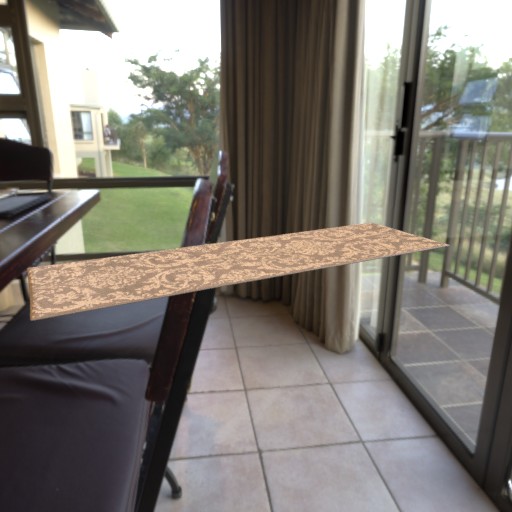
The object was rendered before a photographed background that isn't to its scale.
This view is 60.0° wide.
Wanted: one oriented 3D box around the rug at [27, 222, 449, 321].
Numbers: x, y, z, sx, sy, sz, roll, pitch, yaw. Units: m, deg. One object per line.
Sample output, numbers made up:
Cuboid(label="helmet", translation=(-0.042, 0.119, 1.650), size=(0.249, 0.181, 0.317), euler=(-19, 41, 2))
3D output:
Cuboid(label="rug", translation=(0.000, 0.000, 2.379), size=(2.196, 0.011, 0.662), euler=(-9, 19, -26))
